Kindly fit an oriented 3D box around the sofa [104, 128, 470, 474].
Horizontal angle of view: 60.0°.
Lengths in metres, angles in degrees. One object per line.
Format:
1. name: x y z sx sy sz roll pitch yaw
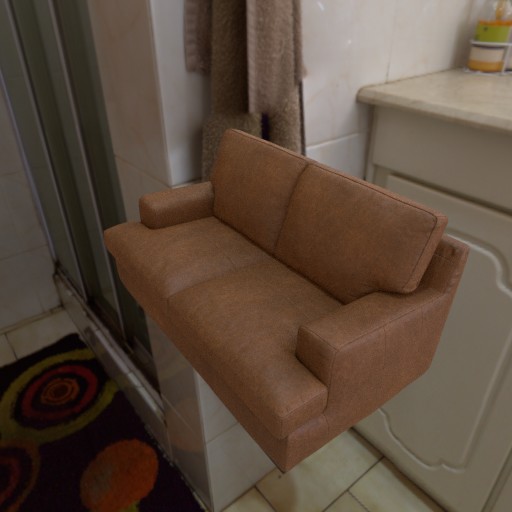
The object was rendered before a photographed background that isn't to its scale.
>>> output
1. sofa: 0.000 0.000 2.501 1.144 0.966 1.880 -22 38 -30
